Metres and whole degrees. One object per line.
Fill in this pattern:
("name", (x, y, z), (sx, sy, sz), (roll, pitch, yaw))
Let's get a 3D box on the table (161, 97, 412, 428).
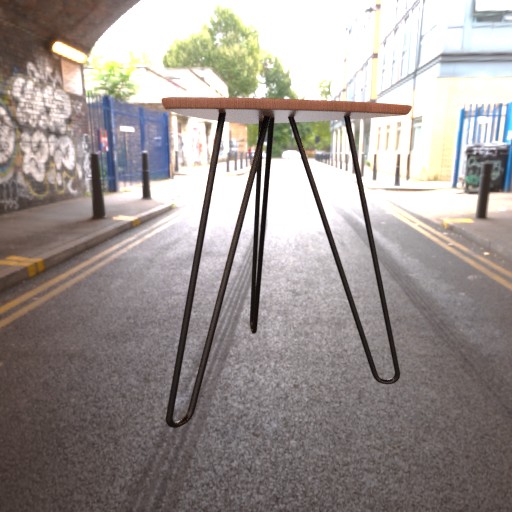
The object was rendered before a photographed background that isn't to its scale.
("table", (0.000, 0.000, 0.878), (0.442, 0.564, 0.455), (13, 18, 43))
